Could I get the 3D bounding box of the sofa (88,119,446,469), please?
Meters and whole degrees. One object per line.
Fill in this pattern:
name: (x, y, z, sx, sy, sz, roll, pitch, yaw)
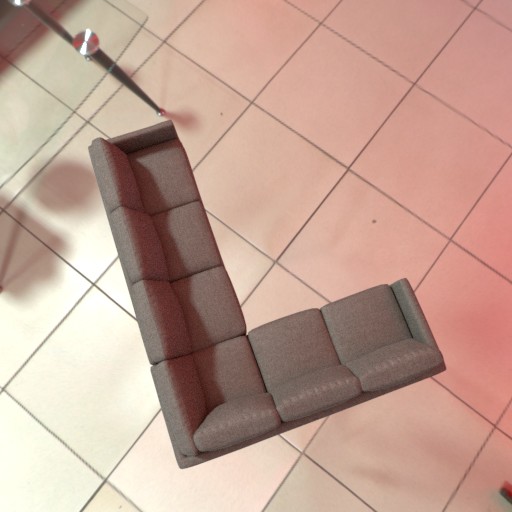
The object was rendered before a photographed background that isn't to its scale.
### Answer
sofa: (0.000, 0.000, 4.515, 2.593, 0.947, 3.302, -19, 77, -4)
